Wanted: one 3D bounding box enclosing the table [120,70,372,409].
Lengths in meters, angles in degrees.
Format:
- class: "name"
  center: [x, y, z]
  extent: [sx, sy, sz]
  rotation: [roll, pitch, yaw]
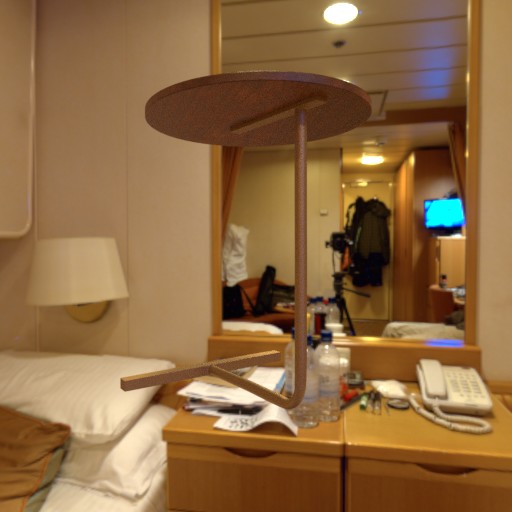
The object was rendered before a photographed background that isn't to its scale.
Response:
- class: "table"
  center: [0.000, 0.000, 1.115]
  extent: [0.530, 0.706, 0.577]
  rotation: [-1, 2, -36]
